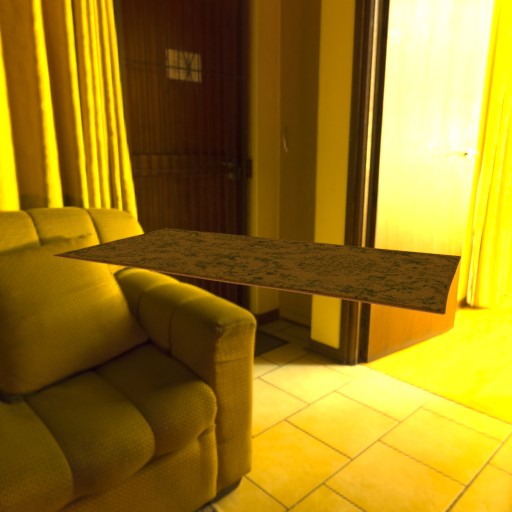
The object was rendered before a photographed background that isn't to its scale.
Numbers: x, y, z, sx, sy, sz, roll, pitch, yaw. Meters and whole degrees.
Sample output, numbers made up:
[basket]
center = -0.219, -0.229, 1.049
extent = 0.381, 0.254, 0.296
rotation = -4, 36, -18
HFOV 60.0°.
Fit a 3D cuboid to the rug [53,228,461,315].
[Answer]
[rug]
center = 0.000, 0.000, 1.474
extent = 1.220, 0.007, 0.605
rotation = 7, 15, 26
